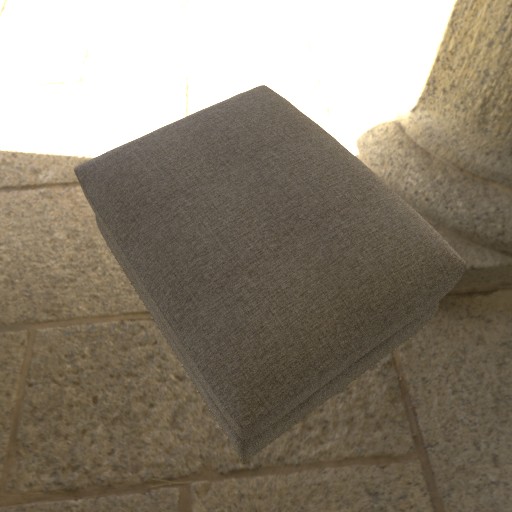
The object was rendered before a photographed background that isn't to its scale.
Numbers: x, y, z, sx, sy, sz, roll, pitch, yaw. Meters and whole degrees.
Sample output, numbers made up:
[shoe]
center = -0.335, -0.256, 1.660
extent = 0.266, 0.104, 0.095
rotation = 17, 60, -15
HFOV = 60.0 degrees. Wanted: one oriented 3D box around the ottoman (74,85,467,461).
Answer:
[ottoman]
center = 0.000, 0.000, 1.130
extent = 0.584, 0.513, 0.741
rotation = -30, 62, -18
